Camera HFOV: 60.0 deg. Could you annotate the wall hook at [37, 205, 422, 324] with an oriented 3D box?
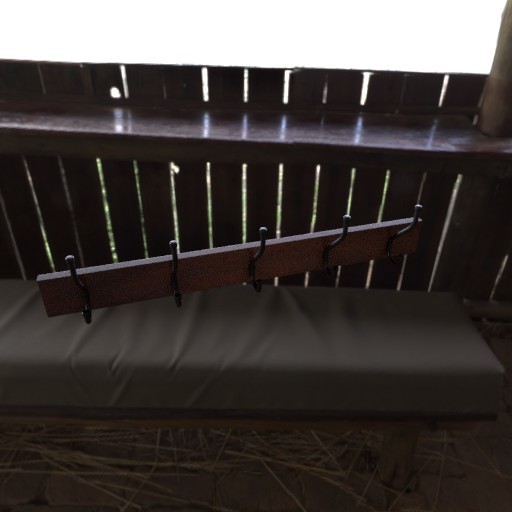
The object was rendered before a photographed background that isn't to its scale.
[{"bbox_3d":[0.000,0.000,0.621,0.571,0.117,0.071,-9,33,-15],"label":"wall hook"}]
